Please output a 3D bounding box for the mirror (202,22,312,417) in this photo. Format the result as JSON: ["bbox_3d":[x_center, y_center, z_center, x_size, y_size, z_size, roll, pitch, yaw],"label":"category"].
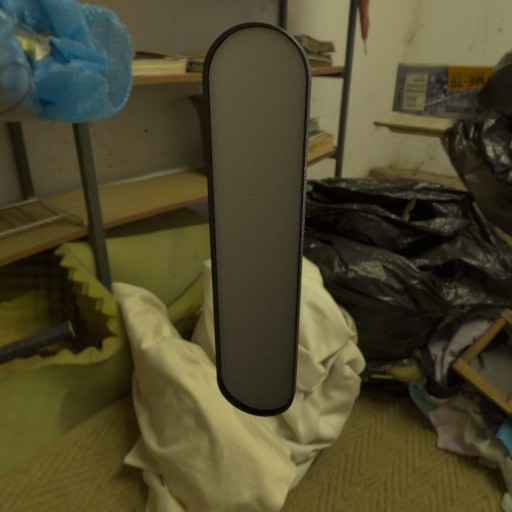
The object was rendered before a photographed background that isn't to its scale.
[{"bbox_3d":[0.000,0.000,1.061,0.222,0.991,0.032,7,26,15],"label":"mirror"}]
